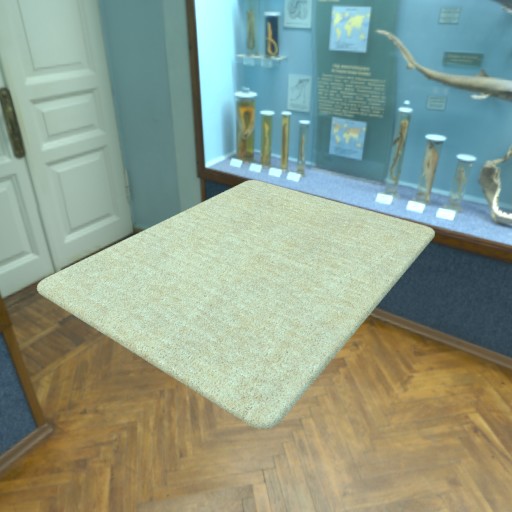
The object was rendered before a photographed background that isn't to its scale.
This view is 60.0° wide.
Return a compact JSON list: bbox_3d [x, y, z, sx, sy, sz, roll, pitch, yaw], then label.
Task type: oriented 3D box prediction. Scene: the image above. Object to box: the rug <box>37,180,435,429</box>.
[{"bbox_3d":[0.000,0.000,3.434,2.009,0.048,2.528,21,37,31],"label":"rug"}]
